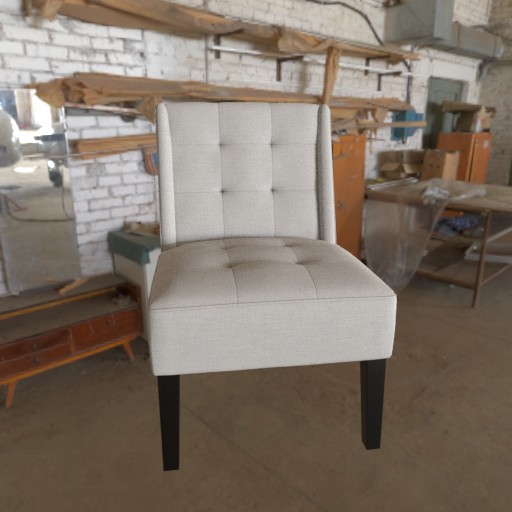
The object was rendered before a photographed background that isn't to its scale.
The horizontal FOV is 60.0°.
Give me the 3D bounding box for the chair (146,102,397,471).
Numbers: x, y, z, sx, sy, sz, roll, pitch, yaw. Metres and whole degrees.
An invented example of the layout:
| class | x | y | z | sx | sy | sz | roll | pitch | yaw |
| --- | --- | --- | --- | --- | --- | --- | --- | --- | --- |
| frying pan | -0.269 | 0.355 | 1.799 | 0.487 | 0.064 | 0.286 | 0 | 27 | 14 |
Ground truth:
| class | x | y | z | sx | sy | sz | roll | pitch | yaw |
| --- | --- | --- | --- | --- | --- | --- | --- | --- | --- |
| chair | 0.000 | 0.000 | 1.267 | 0.569 | 0.853 | 0.676 | -2 | 17 | -8 |
